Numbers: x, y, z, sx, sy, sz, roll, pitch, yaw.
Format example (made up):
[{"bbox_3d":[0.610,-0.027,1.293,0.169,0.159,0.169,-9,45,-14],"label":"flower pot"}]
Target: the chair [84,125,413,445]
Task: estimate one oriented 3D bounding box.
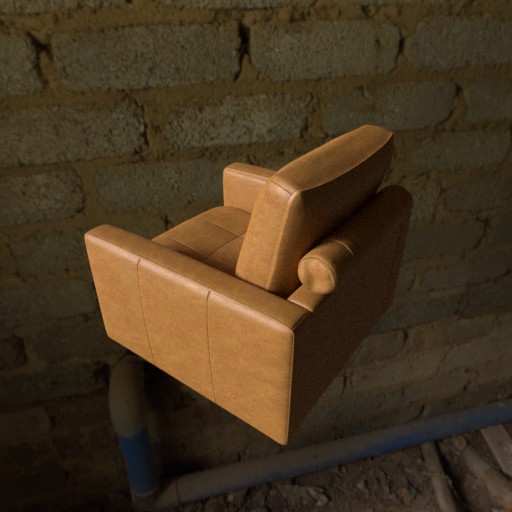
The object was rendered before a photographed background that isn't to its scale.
[{"bbox_3d":[0.000,0.000,1.563,0.868,0.896,0.831,21,38,30],"label":"chair"}]
